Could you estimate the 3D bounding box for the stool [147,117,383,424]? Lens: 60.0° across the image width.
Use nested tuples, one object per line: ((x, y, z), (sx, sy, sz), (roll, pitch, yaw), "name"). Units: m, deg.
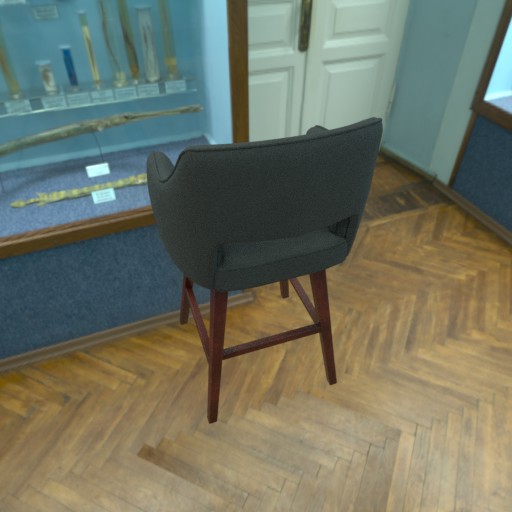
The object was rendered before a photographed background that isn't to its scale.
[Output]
((0.000, 0.000, 1.351), (0.548, 1.012, 0.558), (-13, 43, -14), "stool")
